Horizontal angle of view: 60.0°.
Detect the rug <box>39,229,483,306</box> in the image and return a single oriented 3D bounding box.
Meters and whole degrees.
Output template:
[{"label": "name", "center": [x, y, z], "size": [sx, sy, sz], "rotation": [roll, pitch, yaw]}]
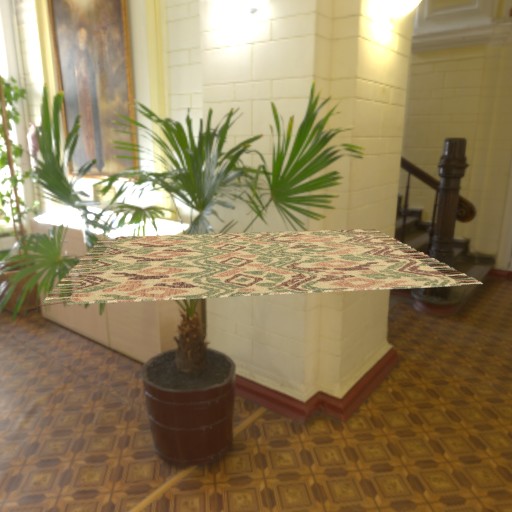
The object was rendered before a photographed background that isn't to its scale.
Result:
[{"label": "rug", "center": [0.000, 0.000, 2.360], "size": [1.829, 0.010, 1.219], "rotation": [-2, 15, -8]}]
